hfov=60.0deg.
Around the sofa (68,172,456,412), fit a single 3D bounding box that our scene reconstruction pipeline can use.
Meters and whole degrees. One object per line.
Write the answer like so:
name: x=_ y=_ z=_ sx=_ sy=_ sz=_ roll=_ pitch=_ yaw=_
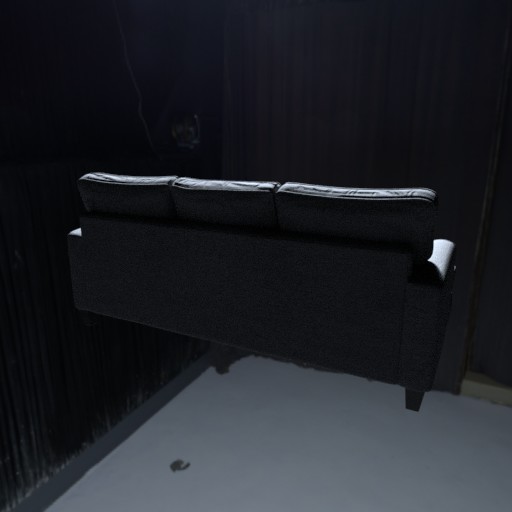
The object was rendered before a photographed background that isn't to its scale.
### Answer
sofa: x=0.000 y=0.000 z=2.644 sx=2.158 sy=0.965 sz=0.951 roll=8 pitch=17 yaw=26
